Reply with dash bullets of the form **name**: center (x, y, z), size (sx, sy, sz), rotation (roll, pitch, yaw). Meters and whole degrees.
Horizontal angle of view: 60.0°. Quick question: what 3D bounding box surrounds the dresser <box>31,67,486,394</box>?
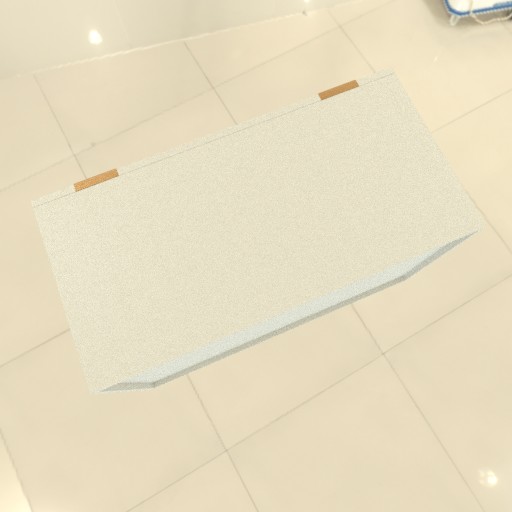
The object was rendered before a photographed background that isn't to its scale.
- **dresser**: center (0.000, 0.000, 1.328), size (0.905, 0.721, 0.457), rotation (-22, 75, -6)
